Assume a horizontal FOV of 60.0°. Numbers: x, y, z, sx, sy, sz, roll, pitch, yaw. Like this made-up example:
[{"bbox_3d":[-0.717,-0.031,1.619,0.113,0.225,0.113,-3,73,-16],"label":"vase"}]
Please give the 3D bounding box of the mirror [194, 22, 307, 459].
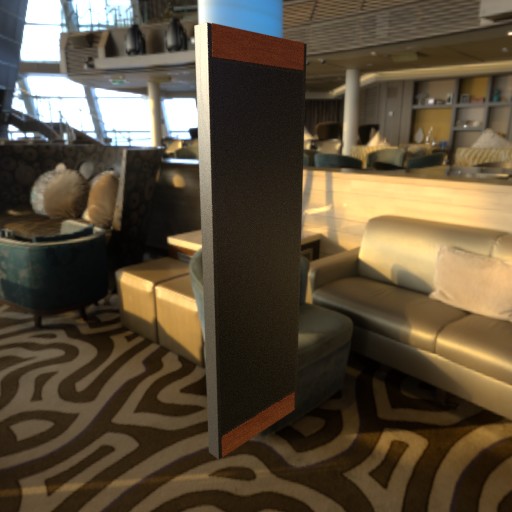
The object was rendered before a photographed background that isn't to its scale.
[{"bbox_3d":[0.000,0.000,1.237,0.047,1.123,0.343,15,22,43],"label":"mirror"}]
